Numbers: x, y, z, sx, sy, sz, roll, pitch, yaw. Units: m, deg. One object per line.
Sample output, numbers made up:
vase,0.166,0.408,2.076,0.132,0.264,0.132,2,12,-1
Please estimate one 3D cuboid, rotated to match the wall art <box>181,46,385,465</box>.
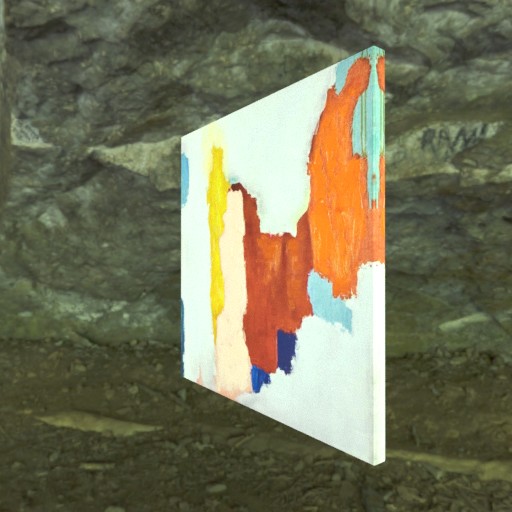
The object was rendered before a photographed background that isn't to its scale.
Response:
wall art,0.000,0.000,1.491,0.044,1.017,1.017,0,0,-36
